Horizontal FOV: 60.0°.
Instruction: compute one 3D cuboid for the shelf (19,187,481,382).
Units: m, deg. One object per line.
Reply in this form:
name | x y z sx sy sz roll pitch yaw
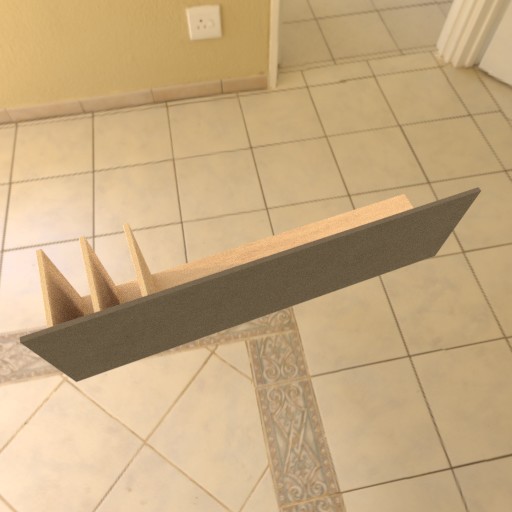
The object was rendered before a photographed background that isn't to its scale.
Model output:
shelf | 0.000 0.000 1.096 1.020 0.300 0.200 -18 62 -10
